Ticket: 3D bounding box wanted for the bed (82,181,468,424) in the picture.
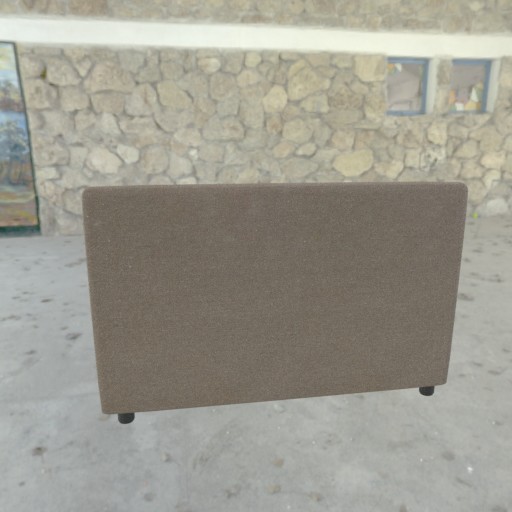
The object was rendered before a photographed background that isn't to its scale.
[{"bbox_3d":[0.000,0.000,3.521,2.119,1.317,2.341,-2,14,-9],"label":"bed"}]
